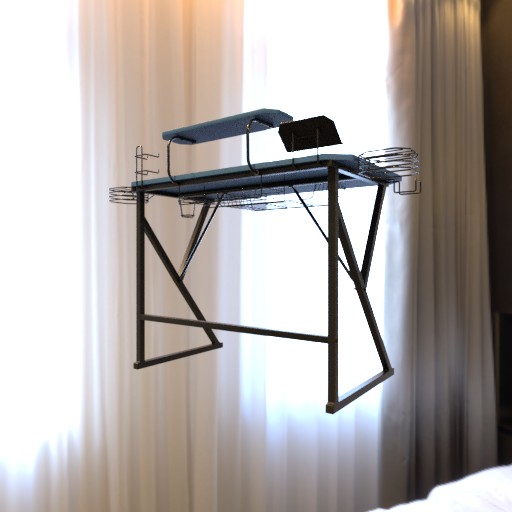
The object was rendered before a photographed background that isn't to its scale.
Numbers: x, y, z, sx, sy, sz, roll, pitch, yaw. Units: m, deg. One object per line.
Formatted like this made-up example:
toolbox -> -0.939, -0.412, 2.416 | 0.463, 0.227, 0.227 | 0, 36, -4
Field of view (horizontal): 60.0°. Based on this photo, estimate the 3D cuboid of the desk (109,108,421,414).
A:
desk -> 0.000, 0.000, 1.720 | 1.295, 0.909, 0.594 | 0, 0, 36
